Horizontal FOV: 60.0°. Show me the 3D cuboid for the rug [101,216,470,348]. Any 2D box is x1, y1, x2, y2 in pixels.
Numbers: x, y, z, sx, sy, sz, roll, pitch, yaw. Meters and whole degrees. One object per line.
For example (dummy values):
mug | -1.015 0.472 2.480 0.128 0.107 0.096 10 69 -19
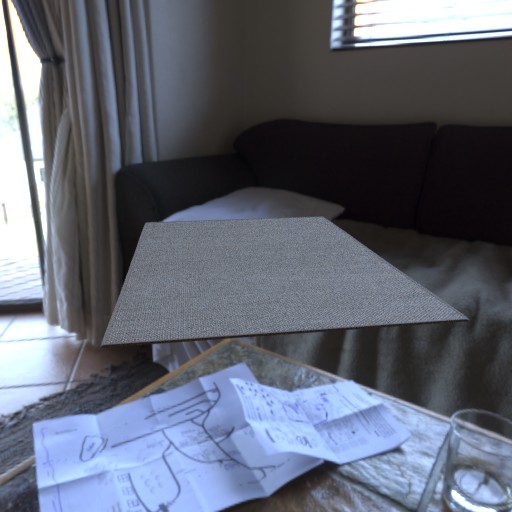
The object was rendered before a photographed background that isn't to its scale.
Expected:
rug | 0.000 0.000 2.766 1.517 0.013 2.115 -3 17 -8
